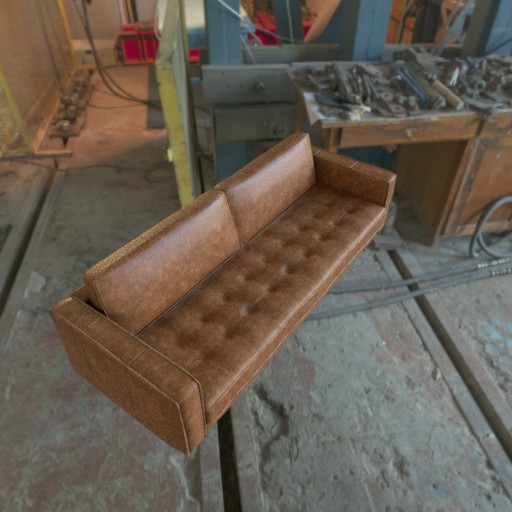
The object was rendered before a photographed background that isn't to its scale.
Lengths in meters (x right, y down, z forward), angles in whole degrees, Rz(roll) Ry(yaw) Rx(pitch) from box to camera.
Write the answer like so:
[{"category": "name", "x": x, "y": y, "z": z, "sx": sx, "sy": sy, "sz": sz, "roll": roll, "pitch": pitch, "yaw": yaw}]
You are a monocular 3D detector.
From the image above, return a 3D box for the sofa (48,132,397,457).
[{"category": "sofa", "x": 0.000, "y": 0.000, "z": 2.680, "sx": 0.886, "sy": 0.779, "sz": 2.199, "roll": 25, "pitch": 47, "yaw": 27}]
